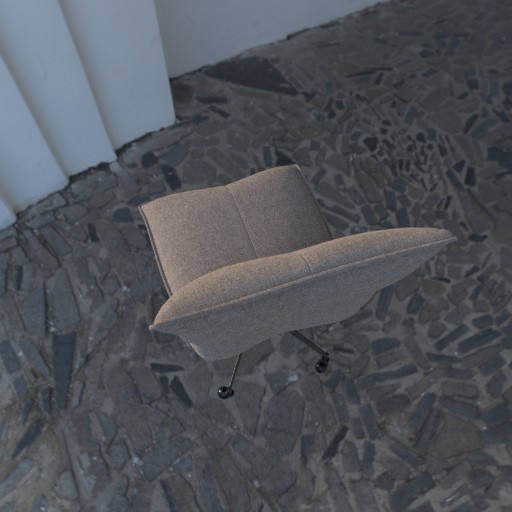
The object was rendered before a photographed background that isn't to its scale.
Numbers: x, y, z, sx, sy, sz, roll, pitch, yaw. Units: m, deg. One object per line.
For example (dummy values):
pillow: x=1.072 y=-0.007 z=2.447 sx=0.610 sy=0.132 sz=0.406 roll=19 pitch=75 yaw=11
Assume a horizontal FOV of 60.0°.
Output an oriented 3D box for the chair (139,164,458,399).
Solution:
chair: x=0.000 y=0.000 z=1.288 sx=0.597 sy=0.811 sz=0.696 roll=-16 pitch=58 yaw=-10
